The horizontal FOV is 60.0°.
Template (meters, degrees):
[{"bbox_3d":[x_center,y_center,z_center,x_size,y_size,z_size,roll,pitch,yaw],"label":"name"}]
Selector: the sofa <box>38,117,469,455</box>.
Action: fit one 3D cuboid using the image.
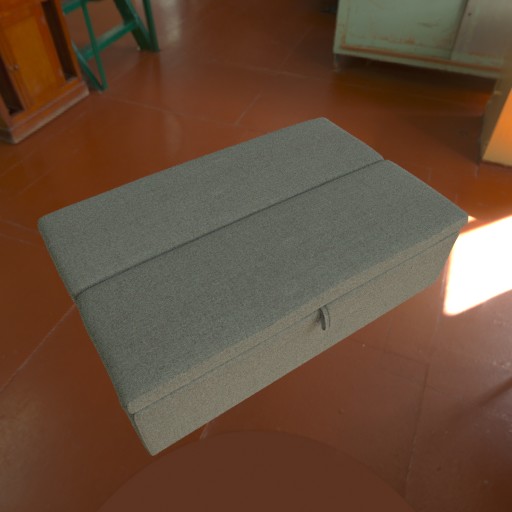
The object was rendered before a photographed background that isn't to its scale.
[{"bbox_3d":[0.000,0.000,1.618,1.250,0.434,0.817,-25,52,-22],"label":"sofa"}]
